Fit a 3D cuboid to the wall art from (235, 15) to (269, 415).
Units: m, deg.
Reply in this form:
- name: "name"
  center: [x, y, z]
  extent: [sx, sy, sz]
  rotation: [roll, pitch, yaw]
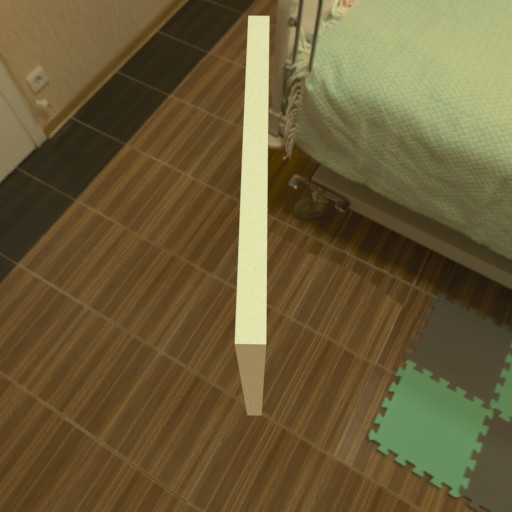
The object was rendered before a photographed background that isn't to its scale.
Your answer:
- name: "wall art"
  center: [0.000, 0.000, 0.739]
  extent: [0.030, 0.549, 0.443]
  rotation: [1, 64, 0]
